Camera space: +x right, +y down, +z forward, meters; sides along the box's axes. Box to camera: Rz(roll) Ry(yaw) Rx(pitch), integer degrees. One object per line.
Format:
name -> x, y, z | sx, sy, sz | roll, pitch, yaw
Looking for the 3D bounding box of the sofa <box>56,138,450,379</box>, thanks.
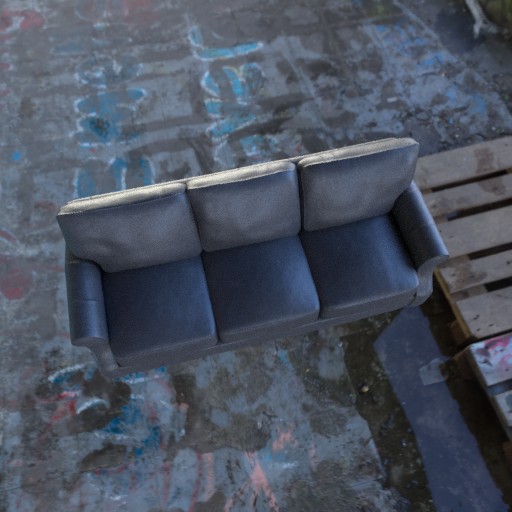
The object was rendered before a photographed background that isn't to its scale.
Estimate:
sofa -> 0.000, 0.000, 2.912 | 2.387, 0.977, 0.974 | -12, 64, -6
